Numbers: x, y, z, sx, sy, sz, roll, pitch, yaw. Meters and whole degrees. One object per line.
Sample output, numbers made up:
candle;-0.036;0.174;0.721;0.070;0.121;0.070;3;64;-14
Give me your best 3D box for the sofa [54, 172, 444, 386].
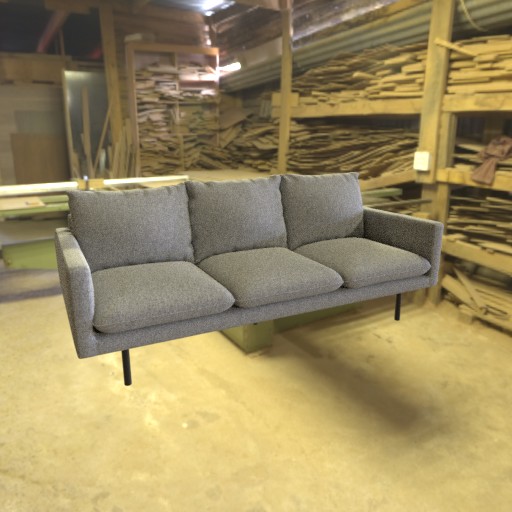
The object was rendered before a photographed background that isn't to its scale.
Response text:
sofa;0.000;0.000;2.474;2.000;0.830;0.850;-8;17;-26
